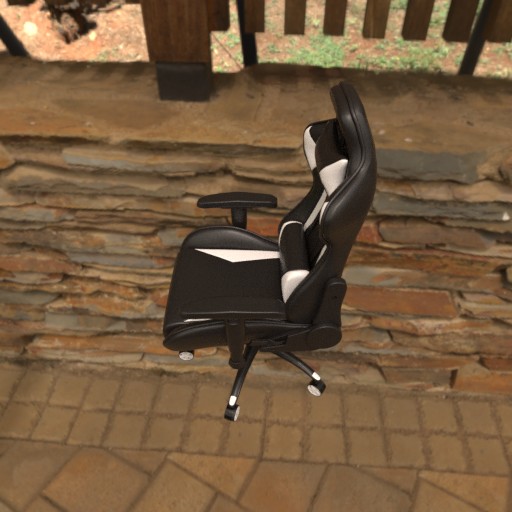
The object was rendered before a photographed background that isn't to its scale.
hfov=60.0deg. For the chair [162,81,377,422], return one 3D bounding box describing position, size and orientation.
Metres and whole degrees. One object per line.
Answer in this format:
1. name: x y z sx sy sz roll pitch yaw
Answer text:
1. chair: 0.000 0.000 1.702 0.695 1.285 0.730 0 41 0
